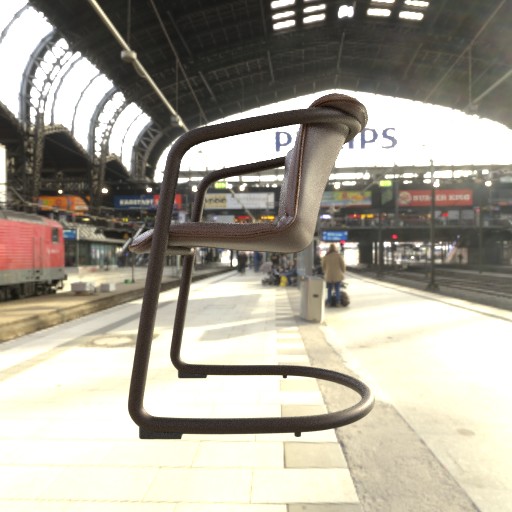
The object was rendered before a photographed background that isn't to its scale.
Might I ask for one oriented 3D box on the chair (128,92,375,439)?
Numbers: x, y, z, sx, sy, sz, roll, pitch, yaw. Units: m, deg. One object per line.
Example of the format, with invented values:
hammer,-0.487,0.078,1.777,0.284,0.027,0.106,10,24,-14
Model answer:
chair,0.000,0.000,1.273,0.664,0.836,0.536,0,0,0
